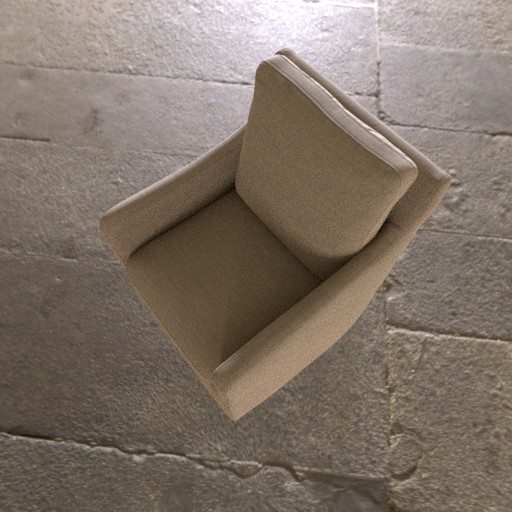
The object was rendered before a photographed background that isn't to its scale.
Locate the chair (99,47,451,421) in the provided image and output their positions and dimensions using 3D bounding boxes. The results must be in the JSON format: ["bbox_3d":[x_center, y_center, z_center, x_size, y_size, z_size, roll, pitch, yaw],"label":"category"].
[{"bbox_3d":[0.000,0.000,1.357,0.694,0.914,0.626,-35,68,-17],"label":"chair"}]
